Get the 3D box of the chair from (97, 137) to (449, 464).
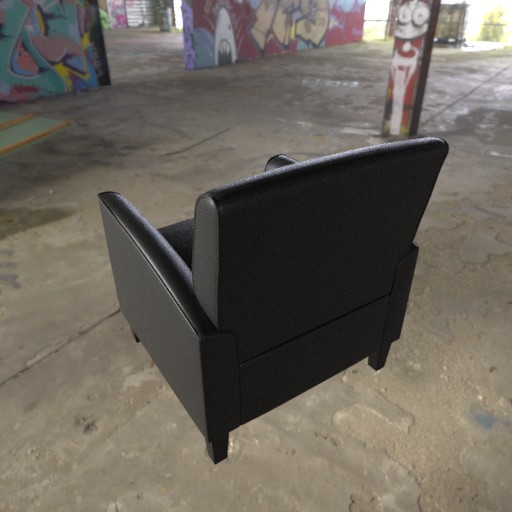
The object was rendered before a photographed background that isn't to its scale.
[{"bbox_3d":[0.000,0.000,1.544,0.820,0.916,0.819,-19,36,-28],"label":"chair"}]
